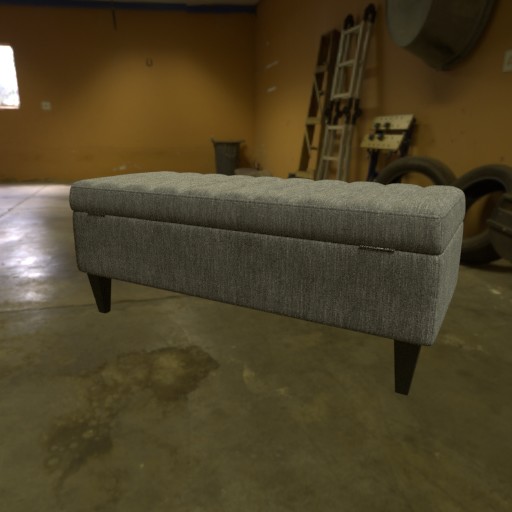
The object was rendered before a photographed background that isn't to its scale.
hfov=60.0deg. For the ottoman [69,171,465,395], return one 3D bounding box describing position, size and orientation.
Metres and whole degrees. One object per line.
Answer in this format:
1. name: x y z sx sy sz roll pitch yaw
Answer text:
1. ottoman: 0.000 0.000 1.413 1.151 0.469 0.482 9 18 28
